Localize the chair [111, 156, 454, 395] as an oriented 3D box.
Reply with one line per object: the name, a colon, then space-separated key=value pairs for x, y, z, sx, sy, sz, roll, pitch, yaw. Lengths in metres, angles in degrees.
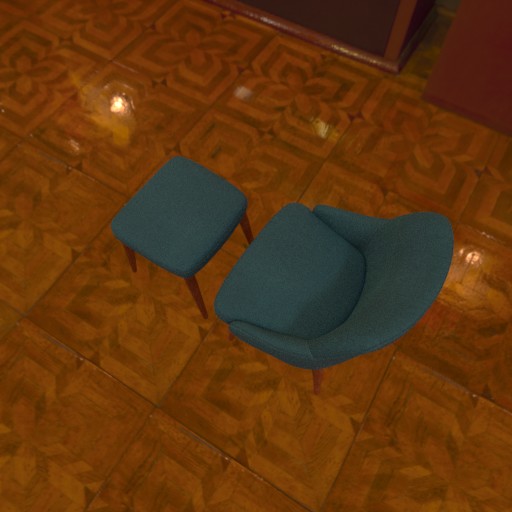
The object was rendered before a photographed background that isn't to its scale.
chair: x=0.000 y=0.000 z=1.621 sx=1.114 sy=0.866 sz=0.584 roll=31 pitch=67 yaw=15
